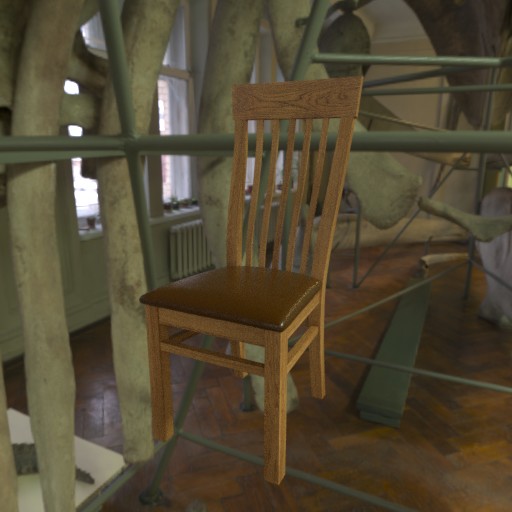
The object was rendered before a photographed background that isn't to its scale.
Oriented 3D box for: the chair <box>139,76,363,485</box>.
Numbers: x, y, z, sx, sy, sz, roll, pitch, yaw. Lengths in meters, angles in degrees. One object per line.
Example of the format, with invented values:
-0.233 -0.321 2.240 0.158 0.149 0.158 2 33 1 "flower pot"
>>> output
0.000 0.000 1.336 0.450 1.050 0.580 7 16 26 "chair"
